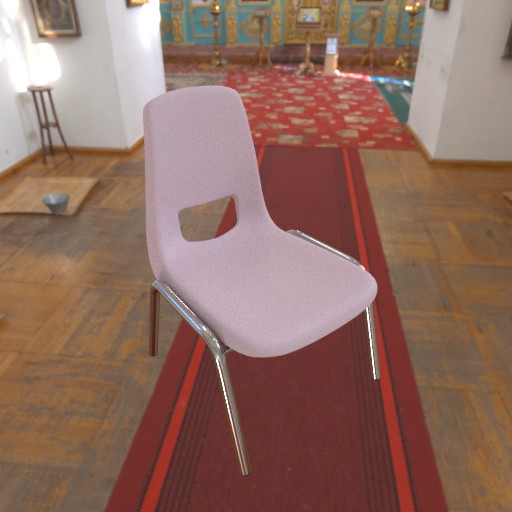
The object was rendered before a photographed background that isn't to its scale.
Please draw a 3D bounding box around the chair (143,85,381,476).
[{"bbox_3d":[0.000,0.000,0.807,0.354,0.536,0.385,-22,36,-33],"label":"chair"}]
